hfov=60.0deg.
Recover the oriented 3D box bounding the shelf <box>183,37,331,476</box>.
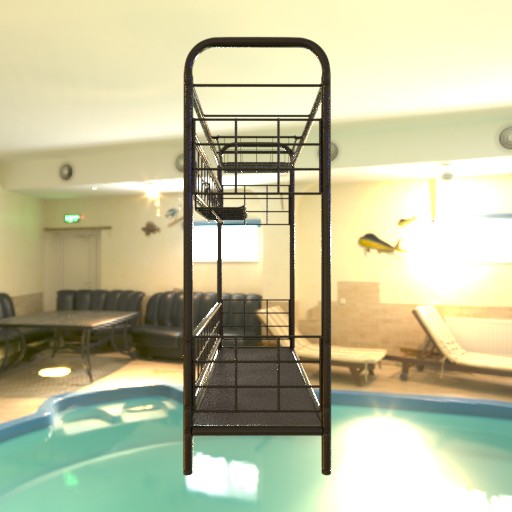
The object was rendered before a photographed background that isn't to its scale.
[{"bbox_3d":[0.000,0.000,1.511,0.350,1.026,0.961,0,0,0],"label":"shelf"}]
